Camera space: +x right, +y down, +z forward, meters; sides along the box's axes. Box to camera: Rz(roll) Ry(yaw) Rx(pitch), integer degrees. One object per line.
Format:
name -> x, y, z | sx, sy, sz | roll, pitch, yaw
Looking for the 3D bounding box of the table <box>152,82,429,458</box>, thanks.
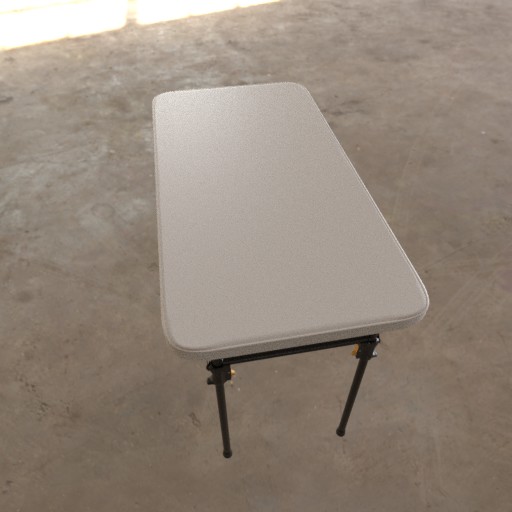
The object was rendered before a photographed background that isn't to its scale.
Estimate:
table -> 0.000, 0.000, 1.617 | 0.610, 0.729, 1.219 | -8, 46, -7
